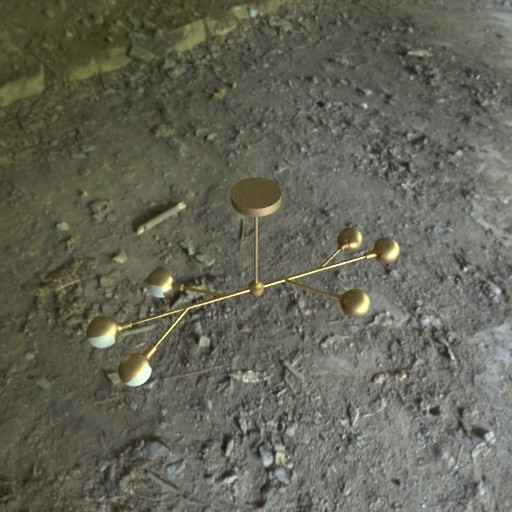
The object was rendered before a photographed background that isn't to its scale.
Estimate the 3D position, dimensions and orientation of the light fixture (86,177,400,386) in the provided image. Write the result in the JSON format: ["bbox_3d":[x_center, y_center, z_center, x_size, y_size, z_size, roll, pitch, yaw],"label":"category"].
[{"bbox_3d":[0.000,0.000,1.006,0.778,0.362,0.434,-3,46,-3],"label":"light fixture"}]
